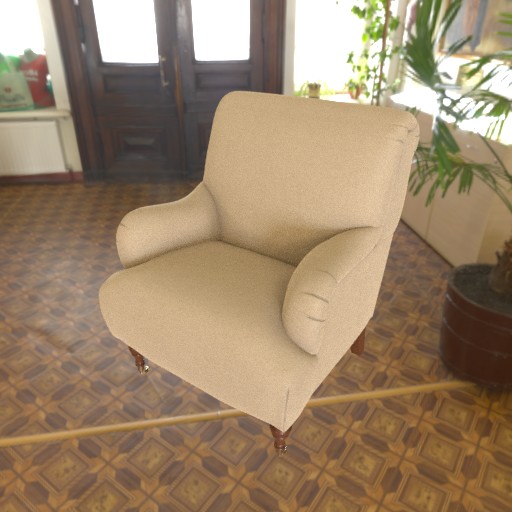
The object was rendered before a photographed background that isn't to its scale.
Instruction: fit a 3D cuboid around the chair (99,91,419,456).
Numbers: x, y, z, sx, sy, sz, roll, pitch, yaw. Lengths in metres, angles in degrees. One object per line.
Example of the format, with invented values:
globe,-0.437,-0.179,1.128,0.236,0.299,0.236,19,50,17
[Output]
chair,0.000,0.000,1.513,0.766,0.942,0.842,19,34,30
